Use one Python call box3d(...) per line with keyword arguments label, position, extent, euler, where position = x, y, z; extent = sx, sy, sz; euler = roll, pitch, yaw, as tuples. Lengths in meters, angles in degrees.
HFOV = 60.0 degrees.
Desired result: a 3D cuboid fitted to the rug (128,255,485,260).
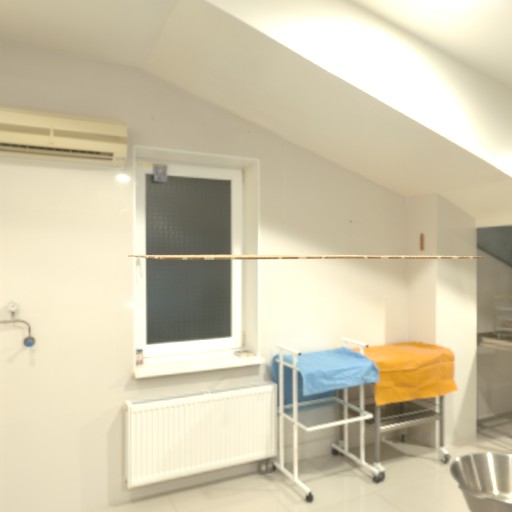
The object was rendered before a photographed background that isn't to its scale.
box3d(label="rug", position=(0.000, 0.000, 2.229), extent=(1.152, 0.013, 1.761), euler=(0, 0, -19))
